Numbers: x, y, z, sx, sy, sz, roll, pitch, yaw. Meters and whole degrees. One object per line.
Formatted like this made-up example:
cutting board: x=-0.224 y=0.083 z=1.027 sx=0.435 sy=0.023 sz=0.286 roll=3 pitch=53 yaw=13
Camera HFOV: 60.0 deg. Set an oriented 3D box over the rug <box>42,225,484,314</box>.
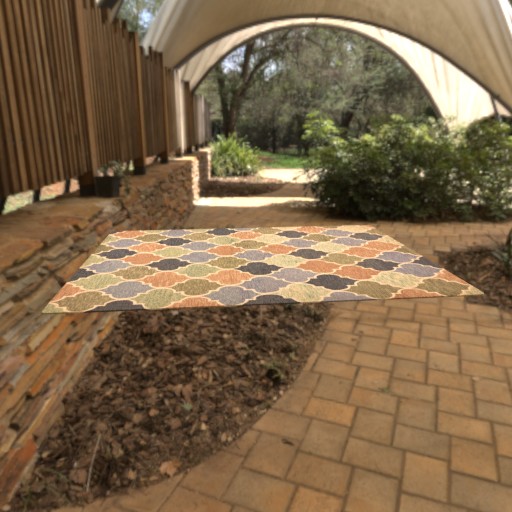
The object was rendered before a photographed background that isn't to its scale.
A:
rug: x=0.000 y=0.000 z=4.317 sx=3.200 sy=0.013 sz=2.439 roll=-2 pitch=16 yaw=-6
